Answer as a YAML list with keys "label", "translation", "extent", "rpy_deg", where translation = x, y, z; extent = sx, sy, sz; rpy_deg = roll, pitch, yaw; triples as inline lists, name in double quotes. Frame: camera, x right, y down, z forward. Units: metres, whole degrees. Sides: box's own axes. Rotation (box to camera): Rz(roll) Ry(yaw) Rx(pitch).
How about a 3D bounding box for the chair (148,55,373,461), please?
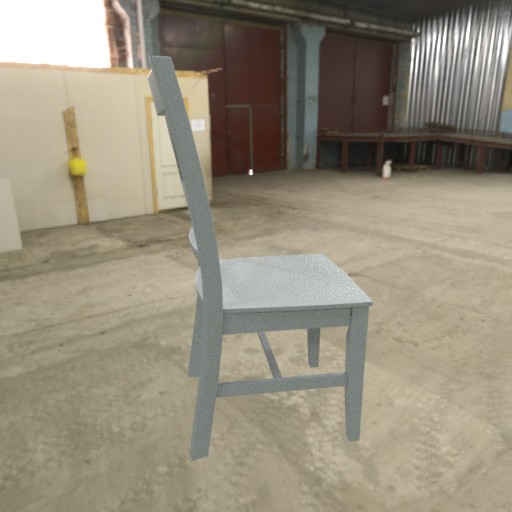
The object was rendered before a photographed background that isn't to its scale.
- label: "chair"
  translation: [0.000, 0.000, 1.274]
  extent: [0.542, 0.983, 0.485]
  rpy_deg: [-3, 17, -9]
